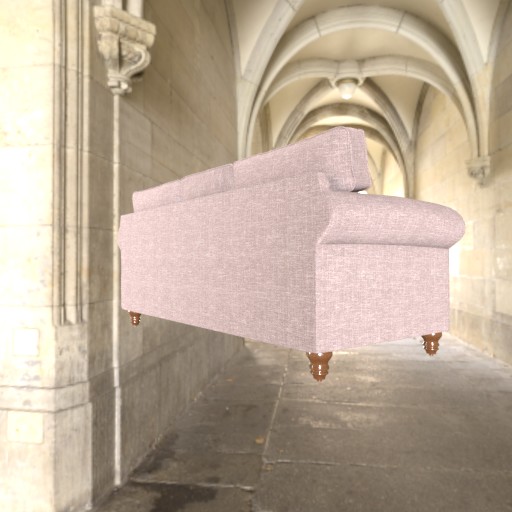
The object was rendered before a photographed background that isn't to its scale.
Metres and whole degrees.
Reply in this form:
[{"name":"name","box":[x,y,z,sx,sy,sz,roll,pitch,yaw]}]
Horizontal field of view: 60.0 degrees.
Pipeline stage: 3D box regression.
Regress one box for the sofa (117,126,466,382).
[{"name":"sofa","box":[0.000,0.000,2.597,0.916,0.961,2.084,1,-1,-37]}]
